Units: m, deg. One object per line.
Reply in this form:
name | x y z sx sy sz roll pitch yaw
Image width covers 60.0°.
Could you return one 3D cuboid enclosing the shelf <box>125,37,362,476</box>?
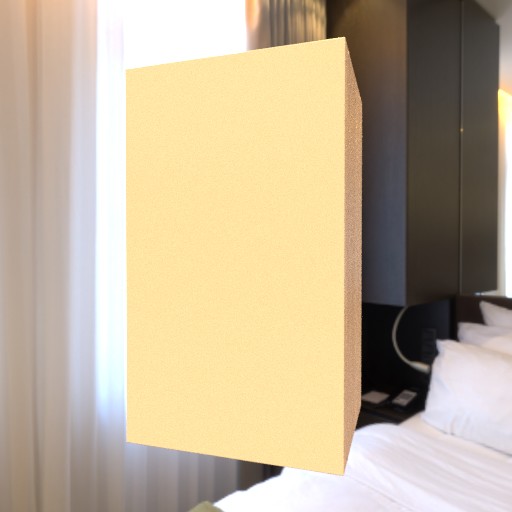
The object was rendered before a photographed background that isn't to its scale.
shelf | 0.000 0.000 0.797 0.350 0.600 0.290 0 1 18
